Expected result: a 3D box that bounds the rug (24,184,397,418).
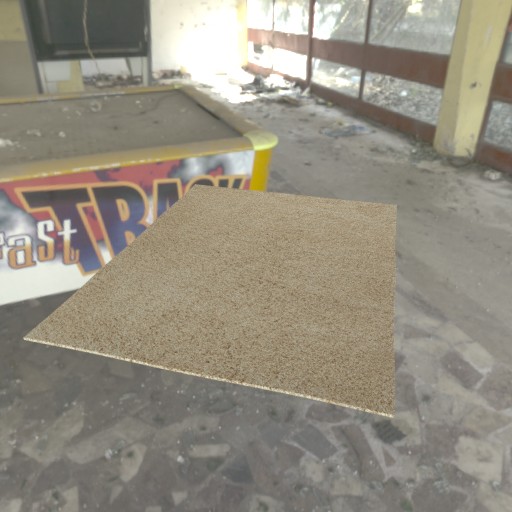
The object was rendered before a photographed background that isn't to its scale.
[{"bbox_3d":[0.000,0.000,3.948,2.400,0.025,3.000,8,31,14],"label":"rug"}]
